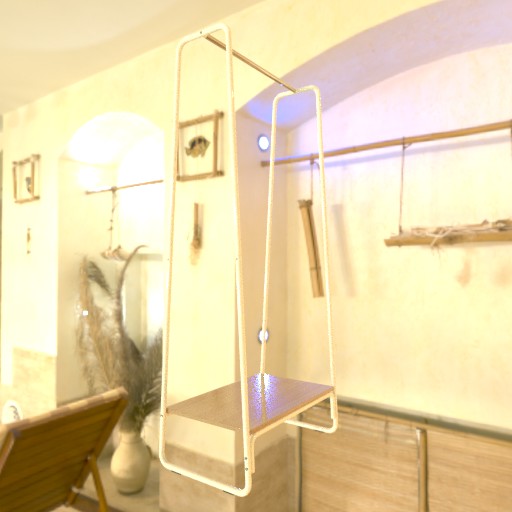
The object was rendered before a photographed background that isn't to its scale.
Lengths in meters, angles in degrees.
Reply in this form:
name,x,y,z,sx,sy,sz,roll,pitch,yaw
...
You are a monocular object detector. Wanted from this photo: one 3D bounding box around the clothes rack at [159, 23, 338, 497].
name,x,y,z,sx,sy,sz,roll,pitch,yaw
clothes rack,0.000,0.000,1.726,0.400,1.500,0.640,-1,-1,35
